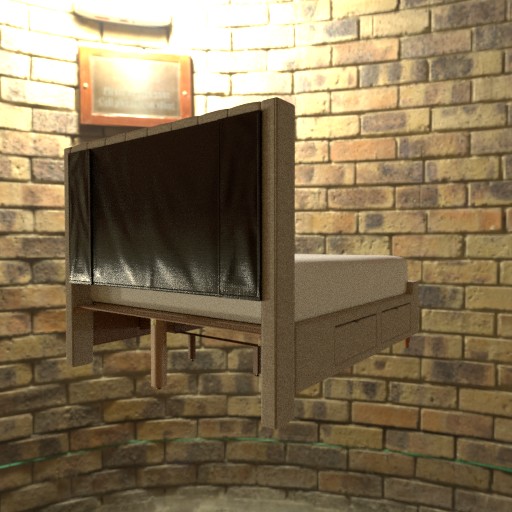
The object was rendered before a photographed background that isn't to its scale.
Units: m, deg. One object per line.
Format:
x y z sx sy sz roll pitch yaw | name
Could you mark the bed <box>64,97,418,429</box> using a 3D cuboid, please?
0.000 0.000 3.834 2.044 1.748 2.372 1 2 37 | bed
